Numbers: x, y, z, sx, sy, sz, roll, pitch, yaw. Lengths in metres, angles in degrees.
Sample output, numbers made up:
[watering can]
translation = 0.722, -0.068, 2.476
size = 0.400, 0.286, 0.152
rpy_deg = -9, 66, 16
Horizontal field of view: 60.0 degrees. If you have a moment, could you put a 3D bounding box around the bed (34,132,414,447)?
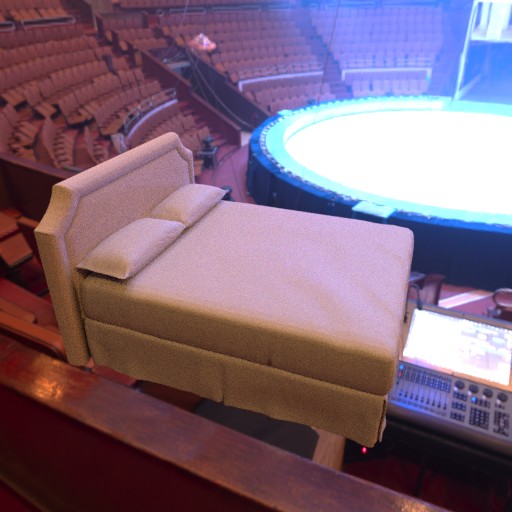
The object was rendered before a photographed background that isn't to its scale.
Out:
[bed]
translation = 0.000, 0.000, 3.234
size = 2.164, 1.297, 1.828
rpy_deg = 11, 31, 18
